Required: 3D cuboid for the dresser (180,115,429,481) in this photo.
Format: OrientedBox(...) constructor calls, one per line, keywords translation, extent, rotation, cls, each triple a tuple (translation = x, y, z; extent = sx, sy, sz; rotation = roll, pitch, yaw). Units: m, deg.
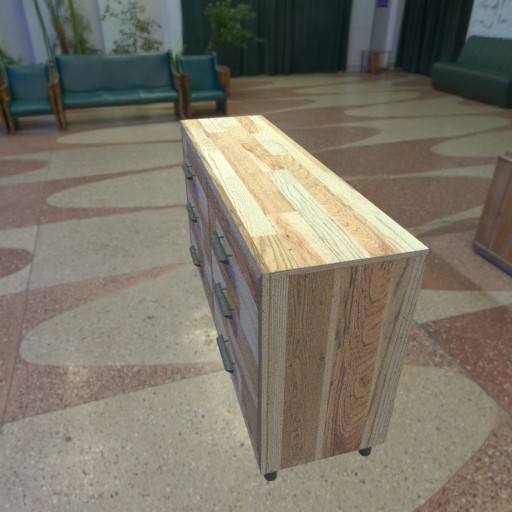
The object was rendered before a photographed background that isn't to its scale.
OrientedBox(translation=(0.000, 0.000, 1.924), extent=(0.487, 0.834, 1.547), rotation=(-8, 31, -13), cls="dresser")
